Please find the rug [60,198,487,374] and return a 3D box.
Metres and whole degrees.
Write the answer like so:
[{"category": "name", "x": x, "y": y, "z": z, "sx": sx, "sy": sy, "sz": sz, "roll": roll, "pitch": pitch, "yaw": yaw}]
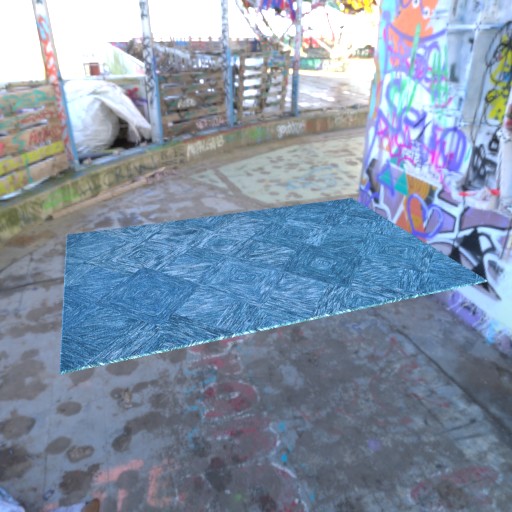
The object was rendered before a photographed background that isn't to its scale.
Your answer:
[{"category": "rug", "x": 0.000, "y": 0.000, "z": 2.818, "sx": 2.277, "sy": 0.015, "sz": 1.490, "roll": -9, "pitch": 28, "yaw": -18}]
